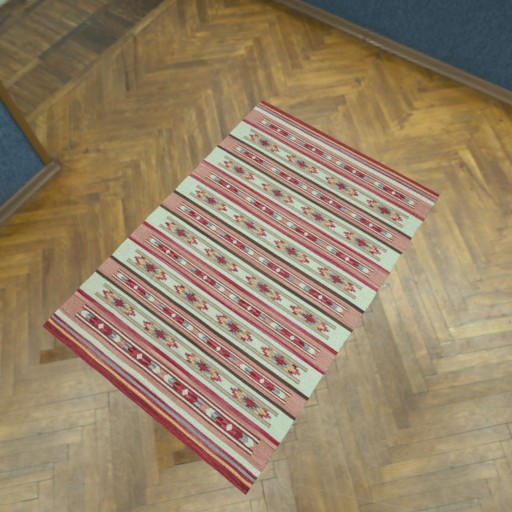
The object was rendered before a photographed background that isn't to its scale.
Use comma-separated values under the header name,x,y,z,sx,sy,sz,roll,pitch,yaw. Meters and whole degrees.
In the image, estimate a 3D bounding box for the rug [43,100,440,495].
name,x,y,z,sx,sy,sz,roll,pitch,yaw
rug,0.000,0.000,2.298,1.223,0.008,1.817,33,68,15
